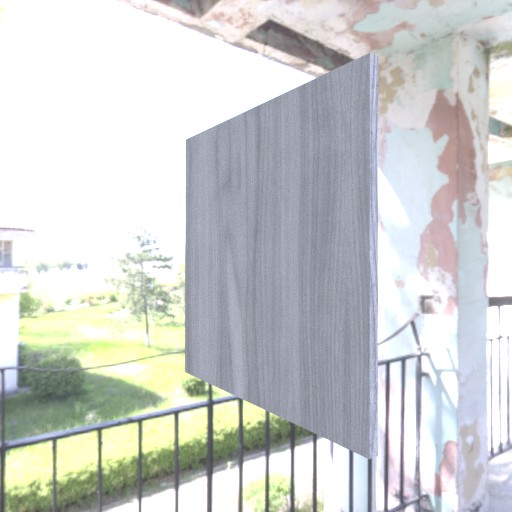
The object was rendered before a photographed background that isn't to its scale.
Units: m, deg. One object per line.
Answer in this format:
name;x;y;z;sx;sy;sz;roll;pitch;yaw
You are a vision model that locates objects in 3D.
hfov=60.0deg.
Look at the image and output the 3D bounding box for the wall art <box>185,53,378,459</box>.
wall art;0.000;0.000;0.764;0.016;0.507;0.508;0;0;-36
